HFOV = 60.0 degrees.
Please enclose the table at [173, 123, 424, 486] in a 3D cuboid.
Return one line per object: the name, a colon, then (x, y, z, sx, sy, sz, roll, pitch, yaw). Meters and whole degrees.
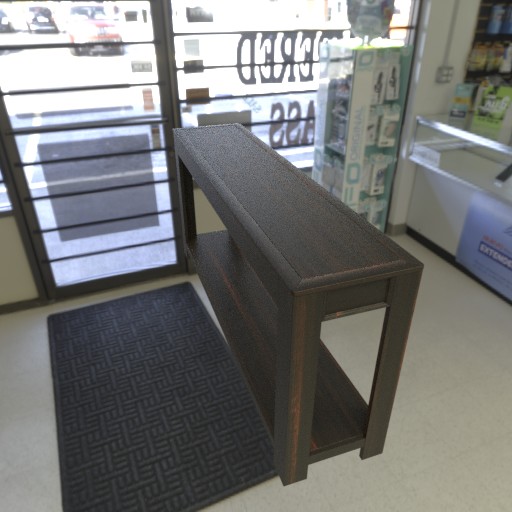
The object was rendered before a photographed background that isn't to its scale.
table: (0.000, 0.000, 1.958, 0.384, 0.762, 1.631, -10, 31, -17)
